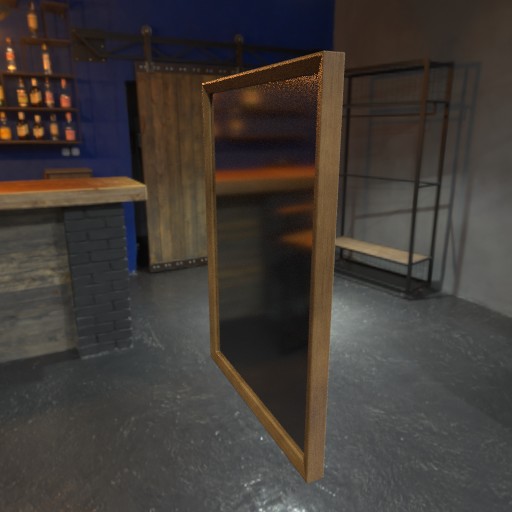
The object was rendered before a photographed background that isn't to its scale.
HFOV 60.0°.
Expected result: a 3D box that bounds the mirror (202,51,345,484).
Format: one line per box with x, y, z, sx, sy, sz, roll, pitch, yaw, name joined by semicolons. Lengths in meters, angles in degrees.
0.000;0.000;0.921;0.039;0.711;0.508;-8;18;-24;mirror
